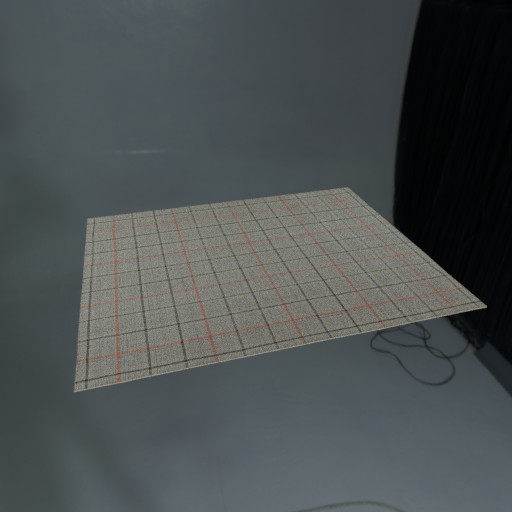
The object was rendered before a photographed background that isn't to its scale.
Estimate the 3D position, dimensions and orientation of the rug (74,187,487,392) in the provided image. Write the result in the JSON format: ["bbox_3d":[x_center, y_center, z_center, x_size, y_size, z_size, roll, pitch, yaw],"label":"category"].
[{"bbox_3d":[0.000,0.000,4.092,3.048,0.012,2.444,-9,33,-14],"label":"rug"}]
